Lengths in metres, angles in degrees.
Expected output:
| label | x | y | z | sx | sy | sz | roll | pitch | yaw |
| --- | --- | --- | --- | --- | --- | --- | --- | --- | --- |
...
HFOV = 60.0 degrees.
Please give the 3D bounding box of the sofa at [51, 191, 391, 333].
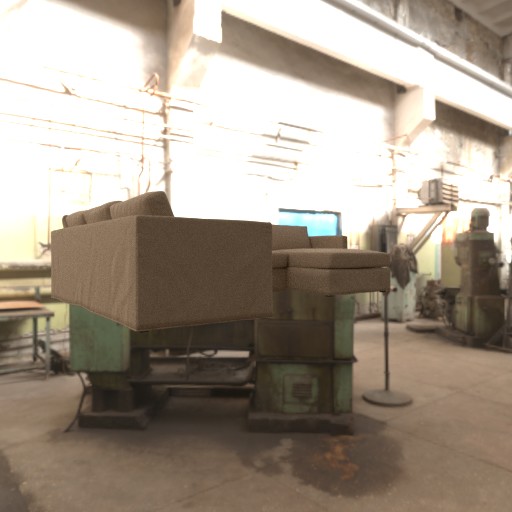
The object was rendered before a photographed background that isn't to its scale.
| label | x | y | z | sx | sy | sz | roll | pitch | yaw |
| --- | --- | --- | --- | --- | --- | --- | --- | --- | --- |
| sofa | 0.000 | 0.000 | 4.566 | 3.460 | 0.882 | 2.427 | 0 | 1 | -36 |
